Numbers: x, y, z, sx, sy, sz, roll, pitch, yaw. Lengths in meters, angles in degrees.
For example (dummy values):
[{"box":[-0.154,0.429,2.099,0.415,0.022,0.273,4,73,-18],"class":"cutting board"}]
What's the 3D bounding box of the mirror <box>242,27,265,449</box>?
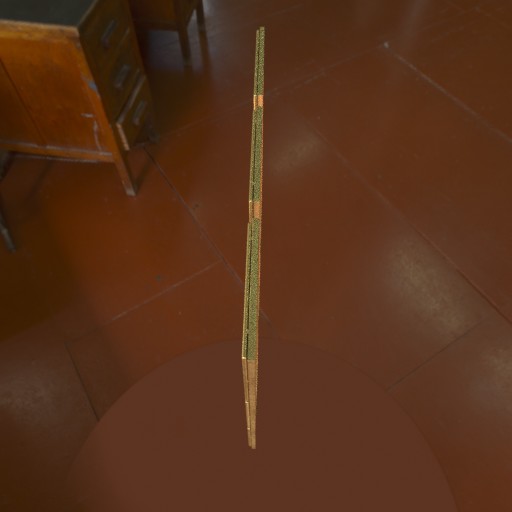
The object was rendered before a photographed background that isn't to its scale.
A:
[{"box":[0.000,0.000,1.428,0.023,0.926,1.011,1,58,1],"class":"mirror"}]
